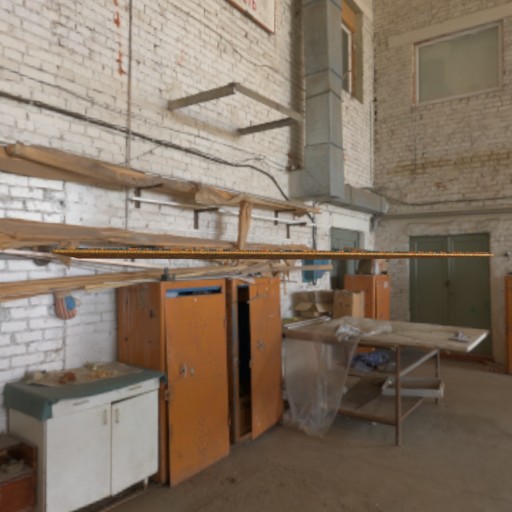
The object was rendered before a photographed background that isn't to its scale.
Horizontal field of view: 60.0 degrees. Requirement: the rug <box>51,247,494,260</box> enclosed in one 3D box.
[{"bbox_3d":[0.000,0.000,2.813,2.204,0.024,1.588,0,-1,-19],"label":"rug"}]
